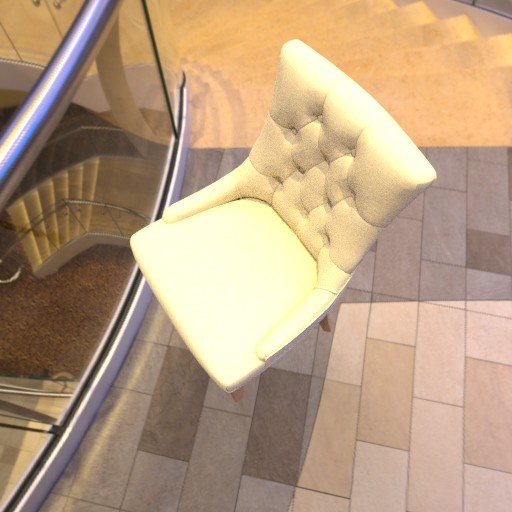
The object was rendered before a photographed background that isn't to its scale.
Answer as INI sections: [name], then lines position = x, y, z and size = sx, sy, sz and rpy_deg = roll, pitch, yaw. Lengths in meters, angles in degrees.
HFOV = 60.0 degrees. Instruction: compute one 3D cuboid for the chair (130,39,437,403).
[chair]
position = 0.000, 0.000, 1.209
size = 0.565, 0.874, 0.509
rpy_deg = -32, 69, -14
